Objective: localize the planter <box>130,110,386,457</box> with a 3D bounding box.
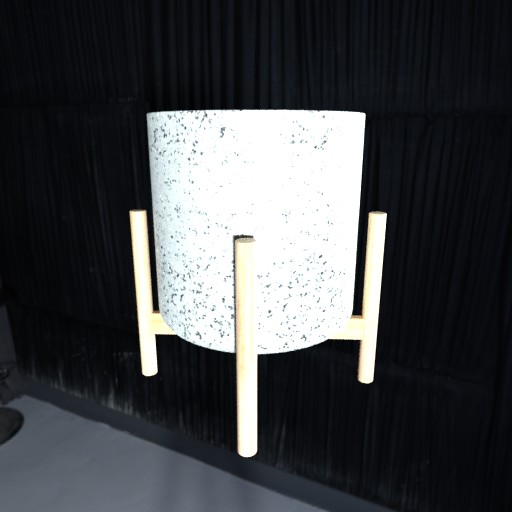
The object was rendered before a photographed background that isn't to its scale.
[{"bbox_3d":[0.000,0.000,0.689,0.360,0.419,0.360,8,18,25],"label":"planter"}]
